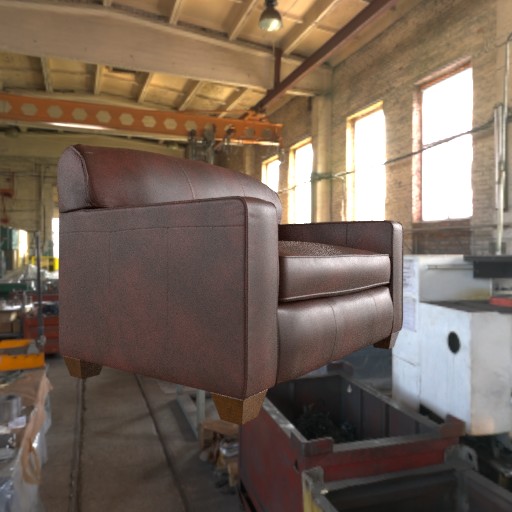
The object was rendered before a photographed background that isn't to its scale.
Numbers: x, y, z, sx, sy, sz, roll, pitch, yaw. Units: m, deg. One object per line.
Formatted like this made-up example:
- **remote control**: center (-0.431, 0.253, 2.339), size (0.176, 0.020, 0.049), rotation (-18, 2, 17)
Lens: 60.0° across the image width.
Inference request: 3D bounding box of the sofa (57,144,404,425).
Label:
- **sofa**: center (0.000, 0.000, 2.043), size (1.000, 0.956, 1.413), rotation (0, 1, 36)
